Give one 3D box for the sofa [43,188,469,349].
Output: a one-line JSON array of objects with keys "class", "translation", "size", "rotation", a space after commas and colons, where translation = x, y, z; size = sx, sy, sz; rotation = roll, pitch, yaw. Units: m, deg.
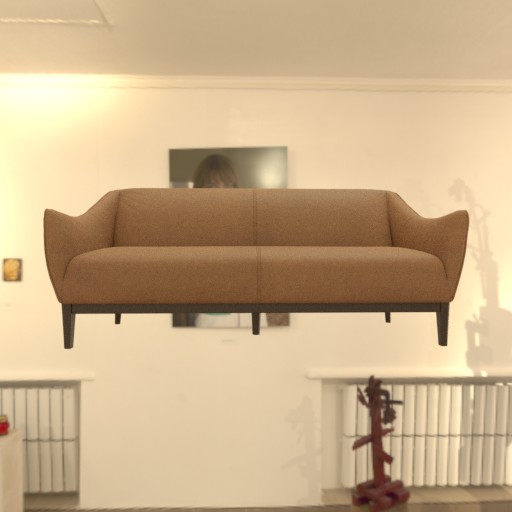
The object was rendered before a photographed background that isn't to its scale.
[{"class": "sofa", "translation": [0.000, 0.000, 2.384], "size": [1.928, 0.830, 0.869], "rotation": [0, 1, -2]}]
